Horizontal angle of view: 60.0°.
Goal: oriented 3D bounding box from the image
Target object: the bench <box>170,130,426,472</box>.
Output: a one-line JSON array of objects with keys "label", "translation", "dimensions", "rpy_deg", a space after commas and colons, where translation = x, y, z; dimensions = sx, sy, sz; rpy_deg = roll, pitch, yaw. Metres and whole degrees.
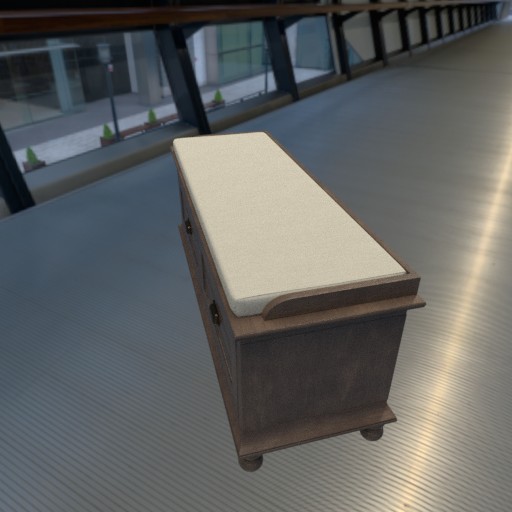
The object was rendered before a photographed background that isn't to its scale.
[{"label": "bench", "translation": [0.000, 0.000, 1.454], "dimensions": [0.402, 0.501, 1.185], "rpy_deg": [-8, 32, -13]}]
